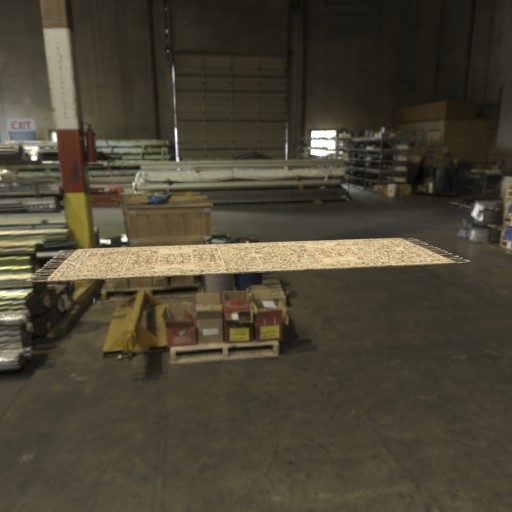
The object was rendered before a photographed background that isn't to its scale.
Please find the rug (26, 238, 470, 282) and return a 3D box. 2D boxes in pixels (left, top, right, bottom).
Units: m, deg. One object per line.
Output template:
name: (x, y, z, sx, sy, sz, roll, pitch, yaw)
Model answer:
rug: (0.000, 0.000, 2.959, 2.664, 0.011, 0.762, -2, 14, -9)
